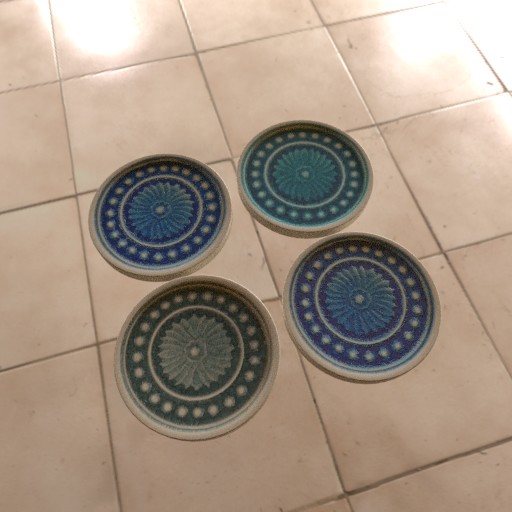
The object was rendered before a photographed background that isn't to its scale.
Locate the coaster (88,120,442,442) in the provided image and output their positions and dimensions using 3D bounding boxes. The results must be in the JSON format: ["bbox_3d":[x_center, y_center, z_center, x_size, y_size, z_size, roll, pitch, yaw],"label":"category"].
[{"bbox_3d":[0.000,0.000,0.323,0.224,0.010,0.220,-16,65,-7],"label":"coaster"}]
